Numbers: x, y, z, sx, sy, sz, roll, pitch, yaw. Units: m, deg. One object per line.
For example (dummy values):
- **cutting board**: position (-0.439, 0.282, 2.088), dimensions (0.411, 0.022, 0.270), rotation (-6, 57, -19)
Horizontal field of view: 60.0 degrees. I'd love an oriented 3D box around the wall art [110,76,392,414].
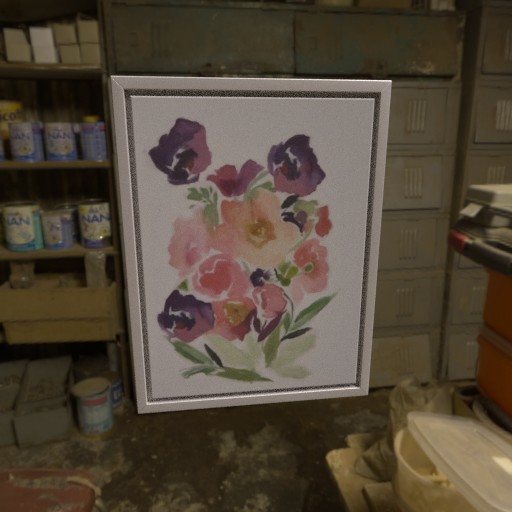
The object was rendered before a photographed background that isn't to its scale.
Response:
- **wall art**: position (0.000, 0.000, 1.416), dimensions (0.805, 1.056, 0.042), rotation (-2, 16, -8)
